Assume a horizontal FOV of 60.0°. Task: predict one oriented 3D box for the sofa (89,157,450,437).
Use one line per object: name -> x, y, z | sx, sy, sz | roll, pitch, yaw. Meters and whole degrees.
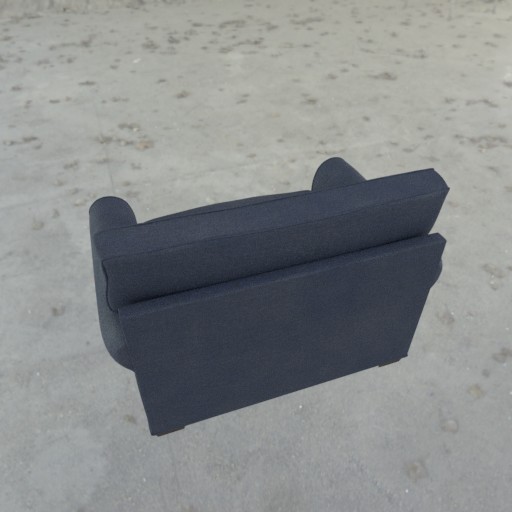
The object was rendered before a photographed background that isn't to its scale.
sofa -> 0.000, 0.000, 2.055 | 1.405, 1.004, 0.938 | -13, 42, -15
